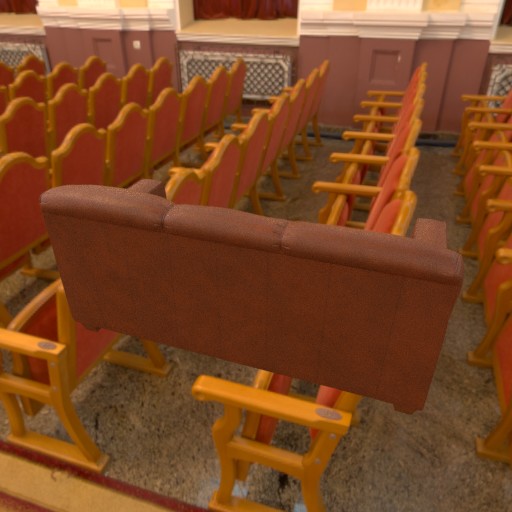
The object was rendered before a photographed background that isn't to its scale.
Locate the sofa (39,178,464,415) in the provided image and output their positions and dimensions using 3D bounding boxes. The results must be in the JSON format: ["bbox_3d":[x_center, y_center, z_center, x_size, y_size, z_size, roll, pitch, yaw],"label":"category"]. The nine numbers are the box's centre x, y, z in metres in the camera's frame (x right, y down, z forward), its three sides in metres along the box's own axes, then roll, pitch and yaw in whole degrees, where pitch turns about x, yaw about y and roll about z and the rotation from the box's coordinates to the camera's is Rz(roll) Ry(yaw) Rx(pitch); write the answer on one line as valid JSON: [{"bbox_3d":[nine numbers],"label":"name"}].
[{"bbox_3d":[0.000,0.000,2.554,2.039,0.953,1.008,10,33,16],"label":"sofa"}]
